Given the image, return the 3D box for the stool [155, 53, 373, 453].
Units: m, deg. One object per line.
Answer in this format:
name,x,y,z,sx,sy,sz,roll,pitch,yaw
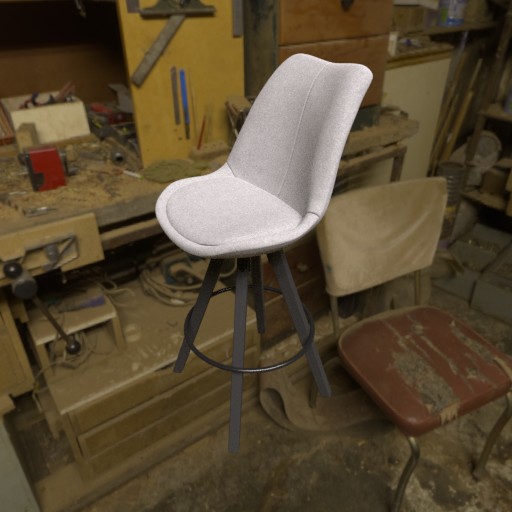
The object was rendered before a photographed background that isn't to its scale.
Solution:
stool,0.000,0.000,1.403,0.550,1.115,0.485,-20,37,-28
